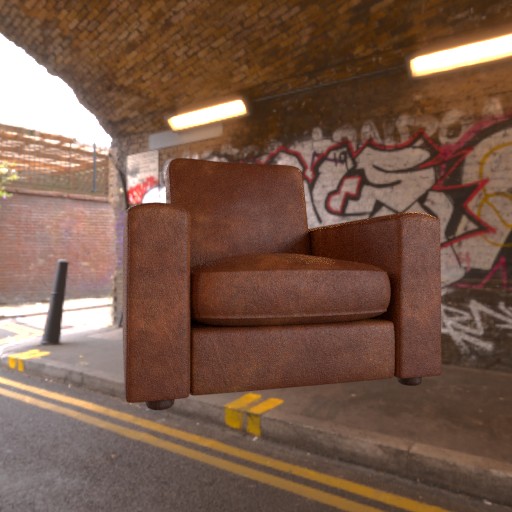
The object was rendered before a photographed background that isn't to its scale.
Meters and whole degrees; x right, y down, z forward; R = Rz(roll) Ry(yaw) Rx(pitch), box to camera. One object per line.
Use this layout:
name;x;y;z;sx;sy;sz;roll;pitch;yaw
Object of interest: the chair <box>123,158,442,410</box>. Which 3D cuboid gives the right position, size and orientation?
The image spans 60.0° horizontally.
chair;0.000;0.000;1.757;1.005;0.873;1.016;0;-1;-17
